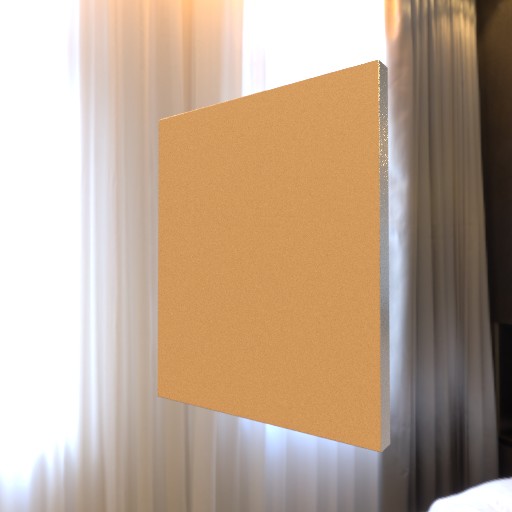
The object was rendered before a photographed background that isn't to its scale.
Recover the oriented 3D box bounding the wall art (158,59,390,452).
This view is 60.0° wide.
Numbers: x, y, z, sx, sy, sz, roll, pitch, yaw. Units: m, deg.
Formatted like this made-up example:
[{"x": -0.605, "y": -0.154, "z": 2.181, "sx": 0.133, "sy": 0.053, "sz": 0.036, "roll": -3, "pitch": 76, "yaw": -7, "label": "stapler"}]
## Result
[{"x": 0.000, "y": 0.000, "z": 0.765, "sx": 0.452, "sy": 0.549, "sz": 0.038, "roll": -1, "pitch": -2, "yaw": 36, "label": "wall art"}]
